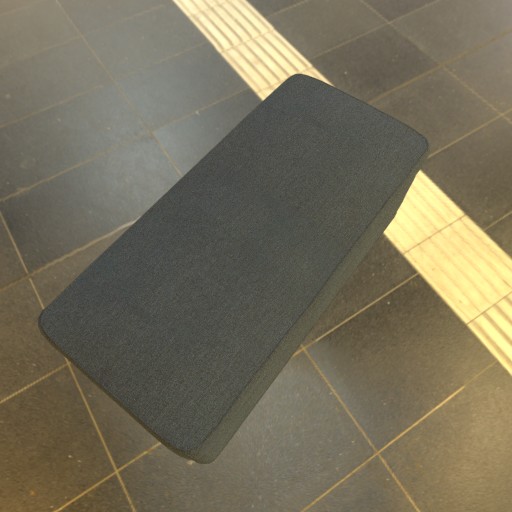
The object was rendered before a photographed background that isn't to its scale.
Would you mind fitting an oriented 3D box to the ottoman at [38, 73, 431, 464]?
[{"bbox_3d":[0.000,0.000,1.352,0.515,0.460,1.110,34,67,16],"label":"ottoman"}]
